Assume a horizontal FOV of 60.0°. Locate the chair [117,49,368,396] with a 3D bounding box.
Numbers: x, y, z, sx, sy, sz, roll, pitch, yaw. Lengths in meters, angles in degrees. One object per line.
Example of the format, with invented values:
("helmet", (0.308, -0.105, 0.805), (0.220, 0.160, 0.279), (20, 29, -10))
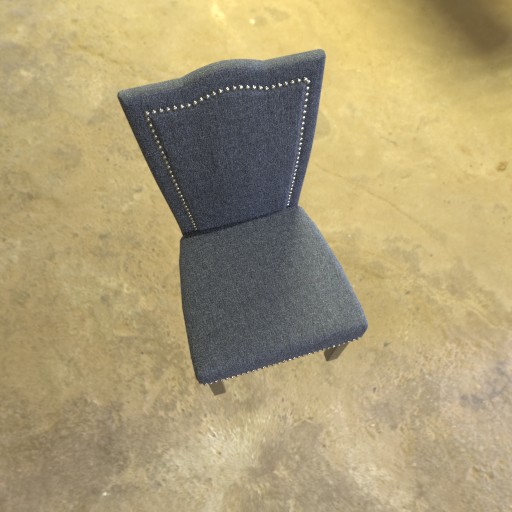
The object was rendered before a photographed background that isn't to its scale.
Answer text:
("chair", (0.000, 0.000, 1.308), (0.518, 0.946, 0.589), (-15, 65, -7))
